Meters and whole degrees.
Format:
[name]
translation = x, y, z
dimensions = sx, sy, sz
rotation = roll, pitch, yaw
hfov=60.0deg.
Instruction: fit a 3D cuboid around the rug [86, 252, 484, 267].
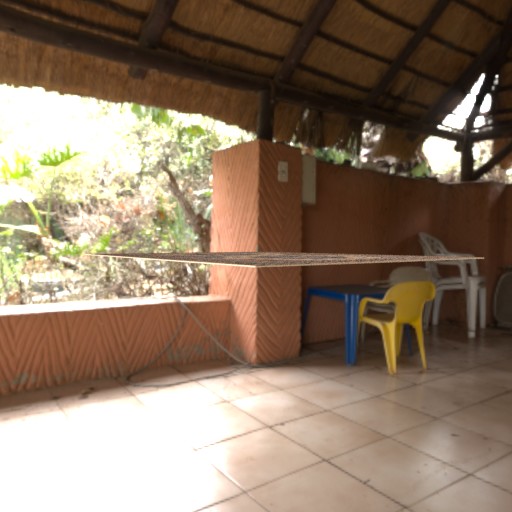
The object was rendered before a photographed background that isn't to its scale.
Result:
[rug]
translation = 0.000, 0.000, 2.958
dimensions = 1.611, 0.008, 2.227
rotation = -1, 2, -36
